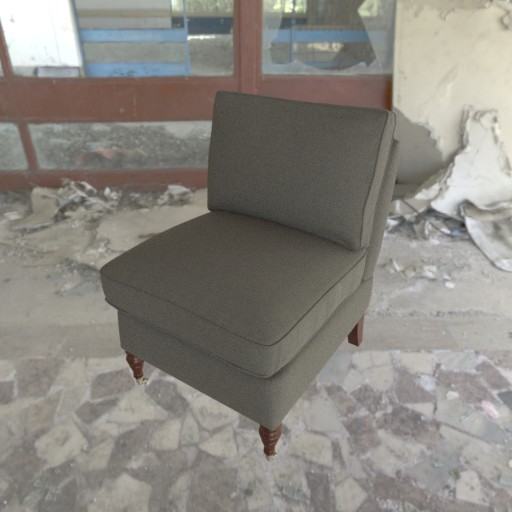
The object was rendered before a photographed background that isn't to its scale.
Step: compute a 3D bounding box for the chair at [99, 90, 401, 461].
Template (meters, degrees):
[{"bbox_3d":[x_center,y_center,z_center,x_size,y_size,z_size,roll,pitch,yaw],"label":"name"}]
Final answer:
[{"bbox_3d":[0.000,0.000,1.648,0.724,1.045,0.924,18,35,29],"label":"chair"}]
